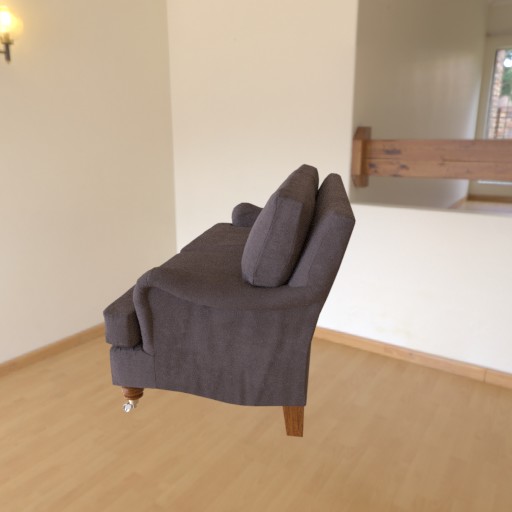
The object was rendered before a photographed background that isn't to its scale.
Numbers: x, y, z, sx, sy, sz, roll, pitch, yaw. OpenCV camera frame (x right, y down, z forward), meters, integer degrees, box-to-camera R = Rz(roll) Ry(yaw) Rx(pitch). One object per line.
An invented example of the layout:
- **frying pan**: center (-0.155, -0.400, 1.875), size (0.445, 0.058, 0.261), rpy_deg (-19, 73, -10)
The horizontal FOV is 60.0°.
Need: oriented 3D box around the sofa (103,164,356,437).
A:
- **sofa**: center (0.000, 0.000, 2.846), size (1.086, 1.087, 2.165), rpy_deg (2, 15, 9)
